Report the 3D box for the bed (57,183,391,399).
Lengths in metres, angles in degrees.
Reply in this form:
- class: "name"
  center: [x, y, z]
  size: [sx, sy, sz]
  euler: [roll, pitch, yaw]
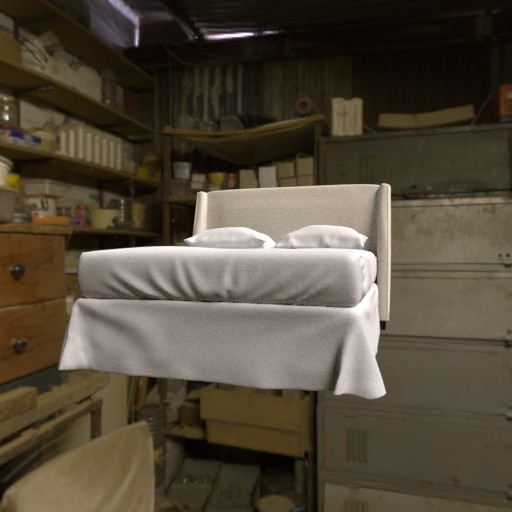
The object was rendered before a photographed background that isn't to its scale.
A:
- class: "bed"
  center: [0.000, 0.000, 3.339]
  size: [1.925, 1.332, 2.276]
  euler: [0, 0, 17]
